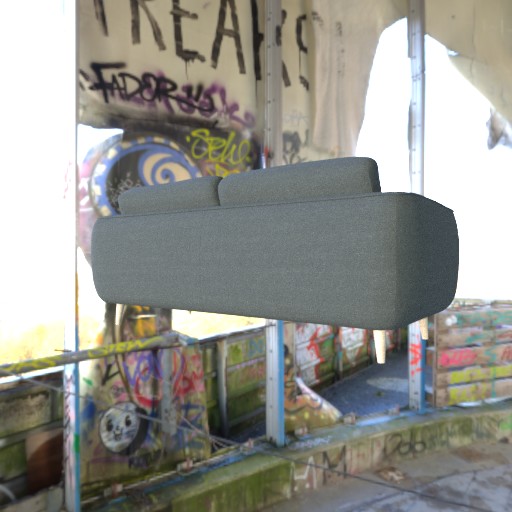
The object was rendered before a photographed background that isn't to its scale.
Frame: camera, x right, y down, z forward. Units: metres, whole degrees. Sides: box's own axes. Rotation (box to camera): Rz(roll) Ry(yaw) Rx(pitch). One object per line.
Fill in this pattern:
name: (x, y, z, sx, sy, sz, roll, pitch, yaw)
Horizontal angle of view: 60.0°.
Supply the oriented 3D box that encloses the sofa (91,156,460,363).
sofa: (0.000, 0.000, 2.515, 2.000, 0.850, 0.920, 0, 0, 36)
